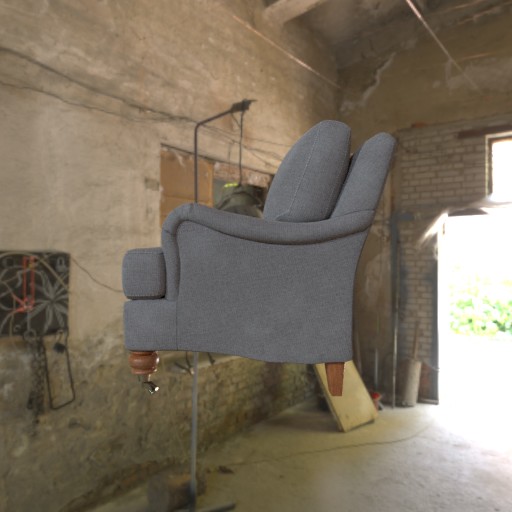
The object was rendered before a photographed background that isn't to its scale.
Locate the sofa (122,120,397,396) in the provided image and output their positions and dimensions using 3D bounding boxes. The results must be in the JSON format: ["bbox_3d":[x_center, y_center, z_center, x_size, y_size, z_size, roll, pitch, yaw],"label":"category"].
[{"bbox_3d":[0.000,0.000,2.585,1.084,1.101,1.853,0,0,-1],"label":"sofa"}]
